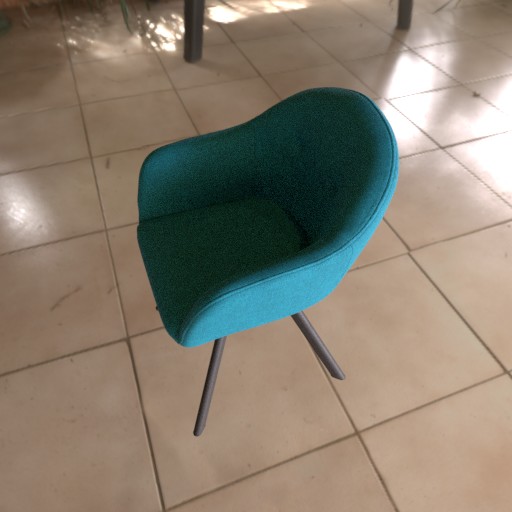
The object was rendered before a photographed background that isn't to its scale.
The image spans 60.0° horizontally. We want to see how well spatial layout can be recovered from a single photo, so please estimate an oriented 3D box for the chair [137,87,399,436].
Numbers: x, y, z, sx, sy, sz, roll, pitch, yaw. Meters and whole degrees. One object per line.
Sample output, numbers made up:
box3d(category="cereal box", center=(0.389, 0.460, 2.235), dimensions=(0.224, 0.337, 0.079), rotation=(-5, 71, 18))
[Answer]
box3d(category="chair", center=(0.000, 0.000, 1.175), dimensions=(0.565, 0.775, 0.545), rotation=(-16, 50, -15))
